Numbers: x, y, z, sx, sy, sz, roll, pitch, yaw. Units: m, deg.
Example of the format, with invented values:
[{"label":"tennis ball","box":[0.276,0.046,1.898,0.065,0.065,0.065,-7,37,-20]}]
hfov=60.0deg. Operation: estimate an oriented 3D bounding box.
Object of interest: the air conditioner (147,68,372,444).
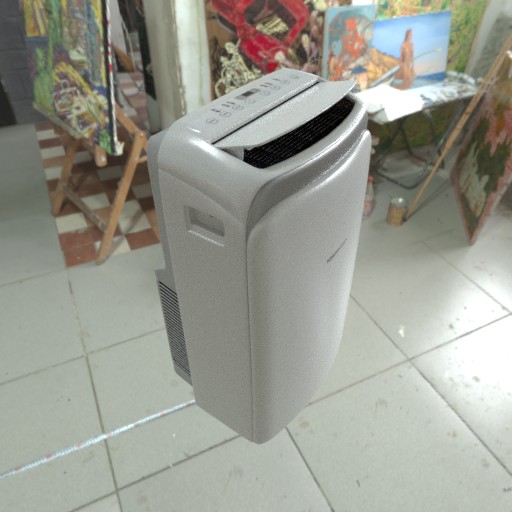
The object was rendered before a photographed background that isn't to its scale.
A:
[{"label":"air conditioner","box":[0.000,0.000,1.051,0.414,0.786,0.449,24,46,26]}]
